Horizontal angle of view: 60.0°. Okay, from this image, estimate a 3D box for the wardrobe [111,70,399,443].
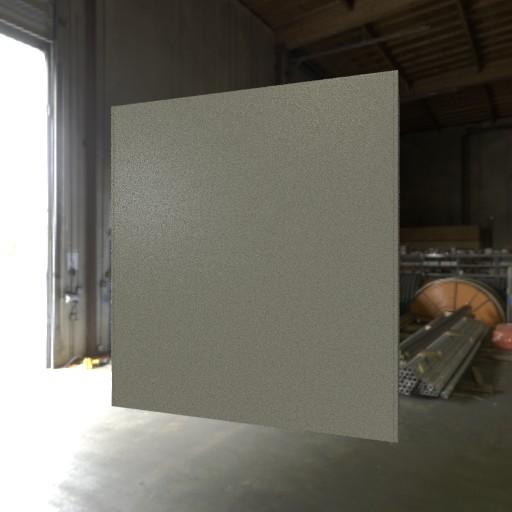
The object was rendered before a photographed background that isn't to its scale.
[{"bbox_3d":[0.000,0.000,2.903,1.780,1.960,0.629,0,0,19],"label":"wardrobe"}]
